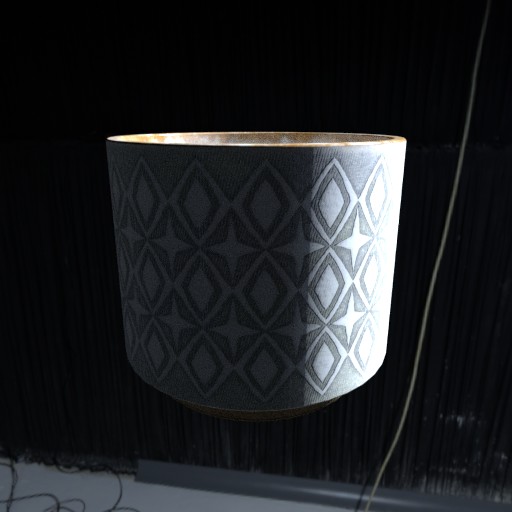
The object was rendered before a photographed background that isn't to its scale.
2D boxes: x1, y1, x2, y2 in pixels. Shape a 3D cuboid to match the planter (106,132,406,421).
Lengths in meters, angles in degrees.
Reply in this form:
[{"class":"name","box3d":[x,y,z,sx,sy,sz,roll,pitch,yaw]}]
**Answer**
[{"class":"planter","box3d":[0.000,0.000,0.427,0.255,0.223,0.255,0,17,0]}]
